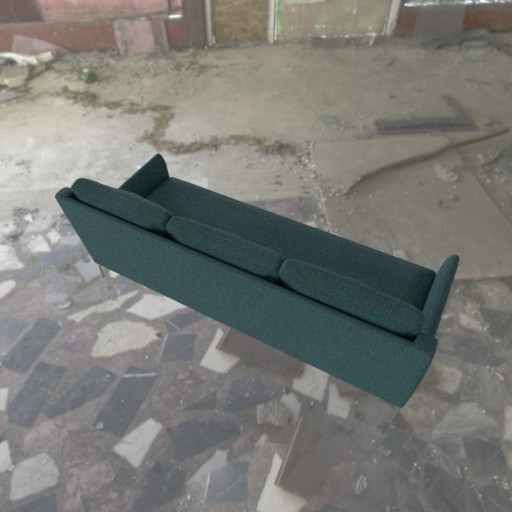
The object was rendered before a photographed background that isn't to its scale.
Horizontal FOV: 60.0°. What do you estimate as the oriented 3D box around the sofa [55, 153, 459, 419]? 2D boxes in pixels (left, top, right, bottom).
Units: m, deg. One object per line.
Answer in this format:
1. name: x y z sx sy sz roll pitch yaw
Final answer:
1. sofa: 0.000 0.000 2.535 2.060 0.837 0.849 22 50 20
